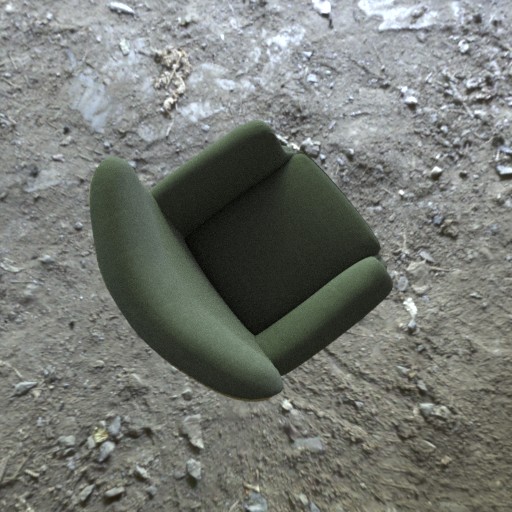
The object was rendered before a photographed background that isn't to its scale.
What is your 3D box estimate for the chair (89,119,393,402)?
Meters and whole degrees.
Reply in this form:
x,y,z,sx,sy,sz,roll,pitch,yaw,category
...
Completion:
x,y,z,sx,sy,sz,roll,pitch,yaw,category
0.000,0.000,1.707,0.921,0.936,0.861,-35,78,-8,chair
